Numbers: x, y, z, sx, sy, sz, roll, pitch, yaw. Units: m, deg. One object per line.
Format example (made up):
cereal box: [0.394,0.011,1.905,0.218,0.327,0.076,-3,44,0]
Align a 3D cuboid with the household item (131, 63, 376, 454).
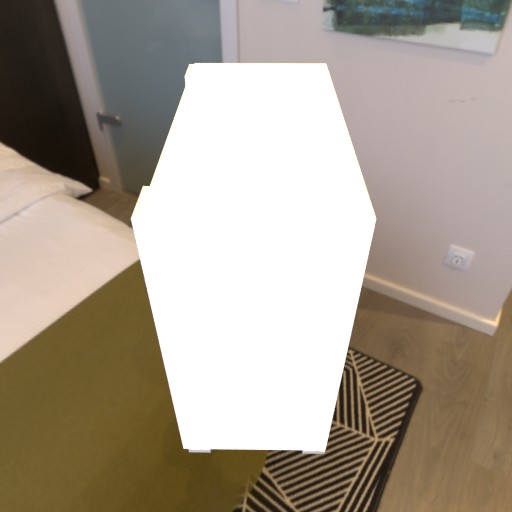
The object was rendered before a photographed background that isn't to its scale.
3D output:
household item: [0.000,0.000,1.344,0.420,0.870,0.800,0,41,1]
